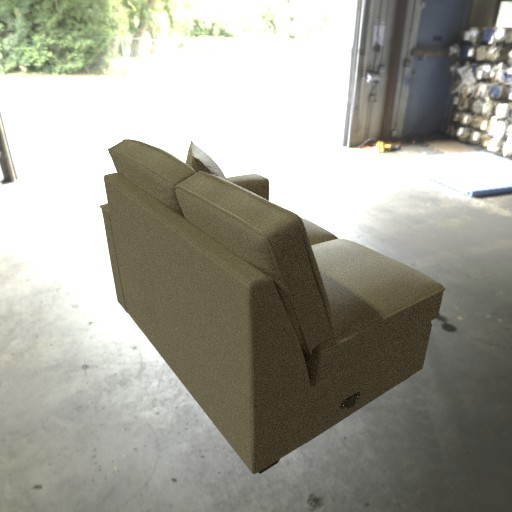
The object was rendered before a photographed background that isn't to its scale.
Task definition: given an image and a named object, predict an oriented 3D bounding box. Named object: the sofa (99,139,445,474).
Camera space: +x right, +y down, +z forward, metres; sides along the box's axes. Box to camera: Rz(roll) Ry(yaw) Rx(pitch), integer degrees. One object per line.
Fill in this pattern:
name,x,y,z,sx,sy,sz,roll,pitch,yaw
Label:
sofa,0.000,0.000,2.063,0.991,0.989,1.388,-18,32,-31
